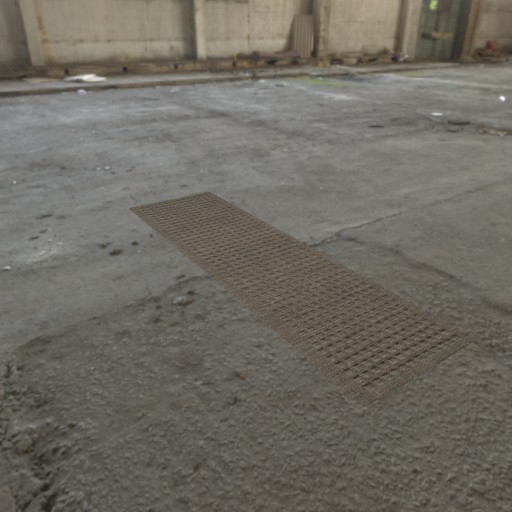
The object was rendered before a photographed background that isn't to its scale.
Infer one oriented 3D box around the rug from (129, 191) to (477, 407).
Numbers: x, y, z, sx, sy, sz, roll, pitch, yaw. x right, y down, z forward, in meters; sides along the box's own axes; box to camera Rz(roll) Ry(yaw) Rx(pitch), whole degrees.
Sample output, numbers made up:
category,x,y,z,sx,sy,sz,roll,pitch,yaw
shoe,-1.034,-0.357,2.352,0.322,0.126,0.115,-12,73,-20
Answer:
category,x,y,z,sx,sy,sz,roll,pitch,yaw
rug,0.000,0.000,2.668,0.706,0.009,2.443,-17,31,-30
